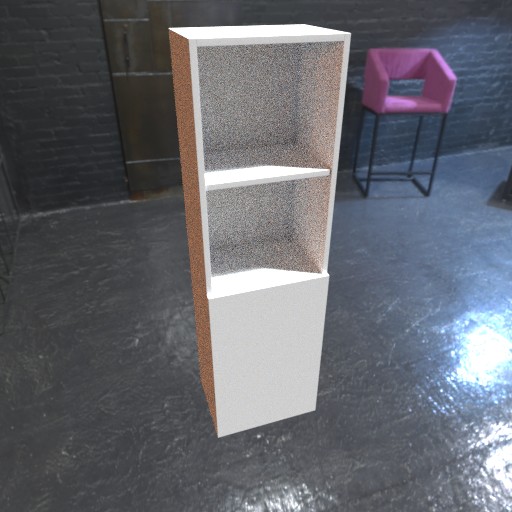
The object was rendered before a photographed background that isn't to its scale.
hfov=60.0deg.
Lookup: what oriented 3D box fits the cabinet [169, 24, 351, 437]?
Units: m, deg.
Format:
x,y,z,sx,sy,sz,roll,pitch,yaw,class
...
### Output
x,y,z,sx,sy,sz,roll,pitch,yaw,class
0.000,0.000,1.486,0.400,1.350,0.300,-10,33,-16,cabinet
